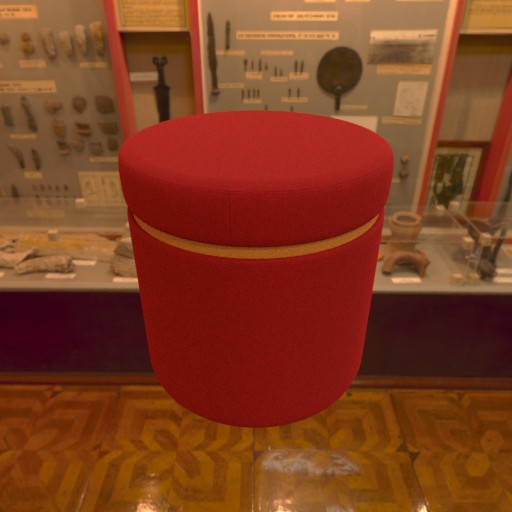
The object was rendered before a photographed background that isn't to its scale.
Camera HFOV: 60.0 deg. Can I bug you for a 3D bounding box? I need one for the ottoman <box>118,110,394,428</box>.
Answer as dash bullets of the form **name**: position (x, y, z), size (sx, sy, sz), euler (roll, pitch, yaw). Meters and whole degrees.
- **ottoman**: position (0.000, 0.000, 0.755), size (0.400, 0.406, 0.400), euler (0, 30, 0)
